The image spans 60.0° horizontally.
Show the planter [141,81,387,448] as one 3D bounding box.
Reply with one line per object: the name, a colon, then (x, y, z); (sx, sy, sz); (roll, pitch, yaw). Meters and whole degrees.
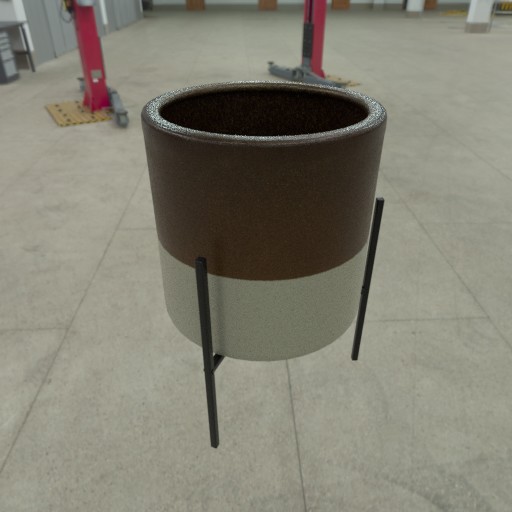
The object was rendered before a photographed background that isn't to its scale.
planter: (0.000, 0.000, 0.557); (0.255, 0.375, 0.269); (-22, 38, -31)
